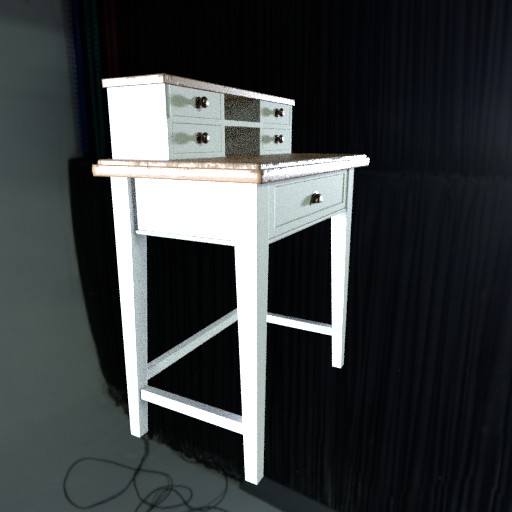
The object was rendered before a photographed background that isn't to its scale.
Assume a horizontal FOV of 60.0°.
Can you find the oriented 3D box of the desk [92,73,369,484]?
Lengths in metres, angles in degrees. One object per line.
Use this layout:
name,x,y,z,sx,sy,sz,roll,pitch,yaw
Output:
desk,0.000,0.000,1.385,0.462,0.981,0.814,8,16,27
